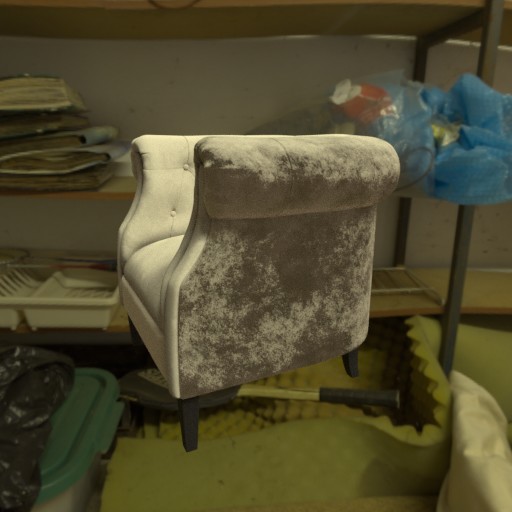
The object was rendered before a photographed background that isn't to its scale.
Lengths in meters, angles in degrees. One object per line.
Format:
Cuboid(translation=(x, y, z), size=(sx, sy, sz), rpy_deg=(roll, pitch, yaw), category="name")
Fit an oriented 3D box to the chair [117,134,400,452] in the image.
Cuboid(translation=(0.000, 0.000, 1.560), size=(0.851, 0.826, 0.904), rpy_deg=(-8, 17, -25), category="chair")
